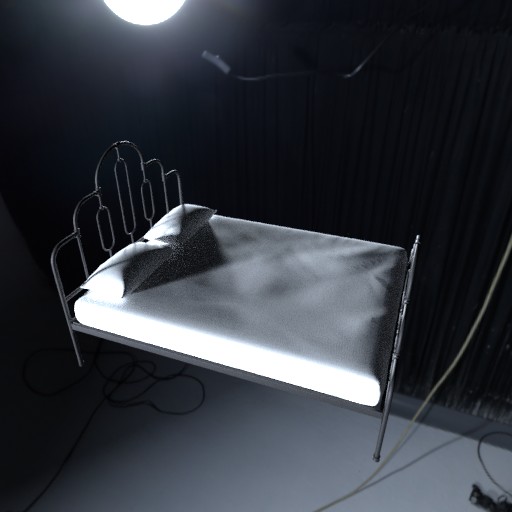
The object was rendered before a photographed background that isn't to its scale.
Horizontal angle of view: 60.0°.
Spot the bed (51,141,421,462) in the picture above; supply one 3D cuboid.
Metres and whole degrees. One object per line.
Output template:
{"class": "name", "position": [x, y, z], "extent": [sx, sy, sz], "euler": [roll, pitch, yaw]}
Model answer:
{"class": "bed", "position": [0.000, 0.000, 3.197], "extent": [2.163, 1.429, 1.640], "euler": [11, 33, 18]}
